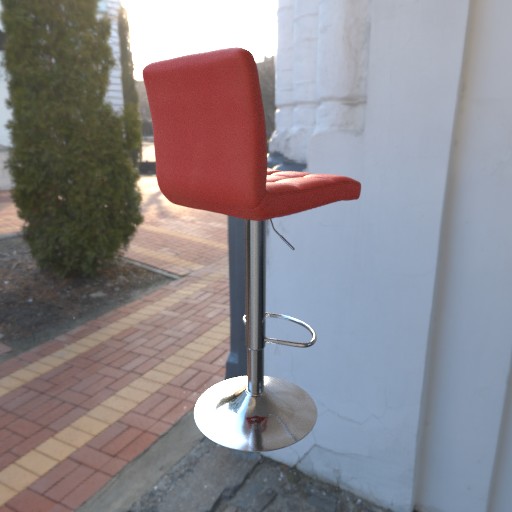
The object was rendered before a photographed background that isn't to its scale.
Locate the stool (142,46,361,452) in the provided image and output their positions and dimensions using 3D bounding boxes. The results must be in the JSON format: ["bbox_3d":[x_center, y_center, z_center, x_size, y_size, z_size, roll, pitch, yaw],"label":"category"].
[{"bbox_3d":[0.000,0.000,1.386,0.505,1.115,0.430,-15,22,-42],"label":"stool"}]
